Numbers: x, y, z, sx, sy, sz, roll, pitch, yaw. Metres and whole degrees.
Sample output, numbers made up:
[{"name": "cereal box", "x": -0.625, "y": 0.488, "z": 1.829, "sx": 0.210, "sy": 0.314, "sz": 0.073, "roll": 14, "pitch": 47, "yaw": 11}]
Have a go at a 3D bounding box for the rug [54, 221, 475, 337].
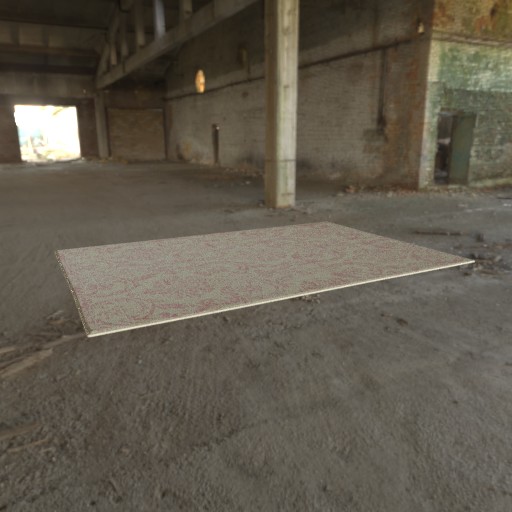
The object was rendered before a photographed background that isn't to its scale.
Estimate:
[{"name": "rug", "x": 0.000, "y": 0.000, "z": 3.457, "sx": 2.746, "sy": 0.018, "sz": 1.819, "roll": -8, "pitch": 17, "yaw": -27}]
